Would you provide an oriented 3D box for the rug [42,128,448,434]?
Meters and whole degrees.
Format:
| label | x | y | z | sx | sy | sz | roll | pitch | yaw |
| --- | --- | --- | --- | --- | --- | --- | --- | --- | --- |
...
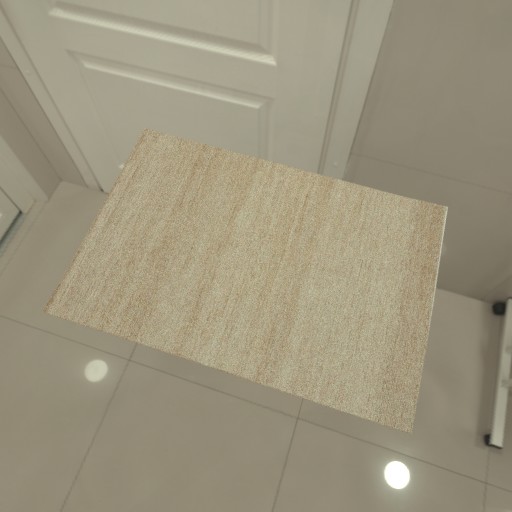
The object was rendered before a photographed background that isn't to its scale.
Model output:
| label | x | y | z | sx | sy | sz | roll | pitch | yaw |
| --- | --- | --- | --- | --- | --- | --- | --- | --- | --- |
| rug | 0.000 | 0.000 | 2.953 | 2.346 | 0.029 | 1.574 | 16 | 65 | 8 |
